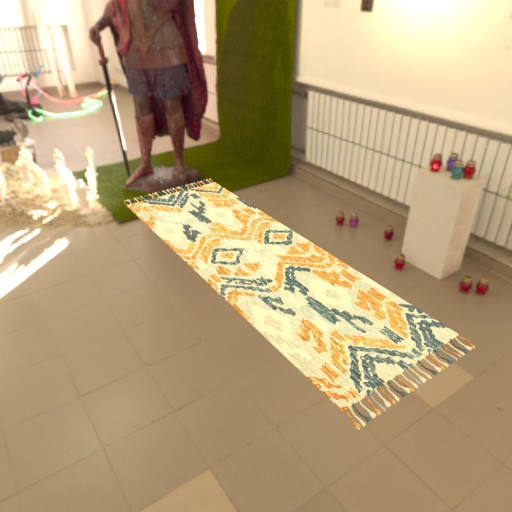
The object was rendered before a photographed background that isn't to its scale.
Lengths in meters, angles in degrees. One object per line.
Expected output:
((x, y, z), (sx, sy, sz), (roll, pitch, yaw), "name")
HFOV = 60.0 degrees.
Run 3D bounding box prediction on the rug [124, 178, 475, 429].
((0.000, 0.000, 2.682), (0.783, 0.010, 2.437), (-21, 37, -29), "rug")
